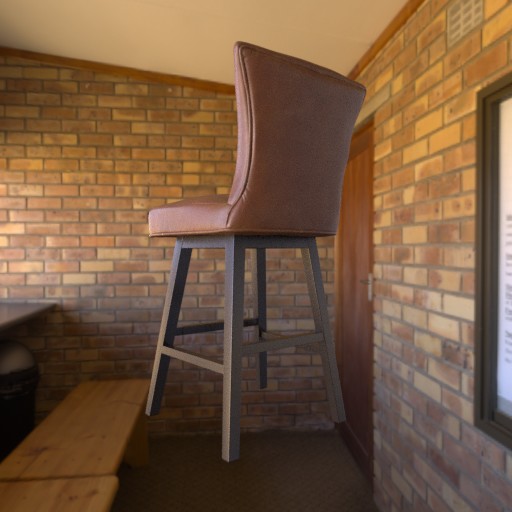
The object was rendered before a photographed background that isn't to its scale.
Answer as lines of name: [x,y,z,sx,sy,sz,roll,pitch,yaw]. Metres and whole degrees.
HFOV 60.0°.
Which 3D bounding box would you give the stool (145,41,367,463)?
stool: [0.000,0.000,1.455,0.522,1.094,0.585,-1,1,-38]
